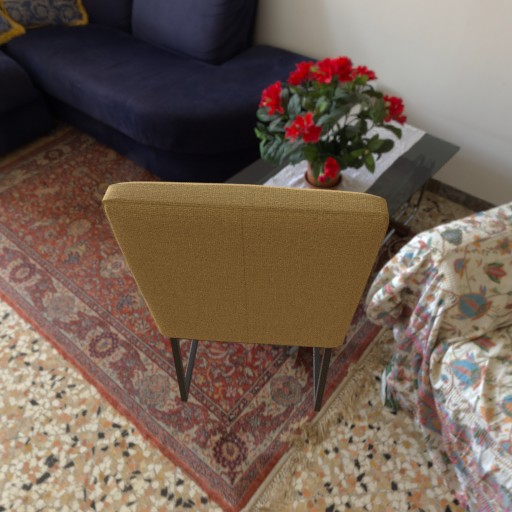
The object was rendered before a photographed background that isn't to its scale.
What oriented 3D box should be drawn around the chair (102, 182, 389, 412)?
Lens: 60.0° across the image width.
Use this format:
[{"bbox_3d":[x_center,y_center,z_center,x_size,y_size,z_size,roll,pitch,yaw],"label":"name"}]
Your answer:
[{"bbox_3d":[0.000,0.000,1.299,0.520,0.930,0.634,3,48,3],"label":"chair"}]
